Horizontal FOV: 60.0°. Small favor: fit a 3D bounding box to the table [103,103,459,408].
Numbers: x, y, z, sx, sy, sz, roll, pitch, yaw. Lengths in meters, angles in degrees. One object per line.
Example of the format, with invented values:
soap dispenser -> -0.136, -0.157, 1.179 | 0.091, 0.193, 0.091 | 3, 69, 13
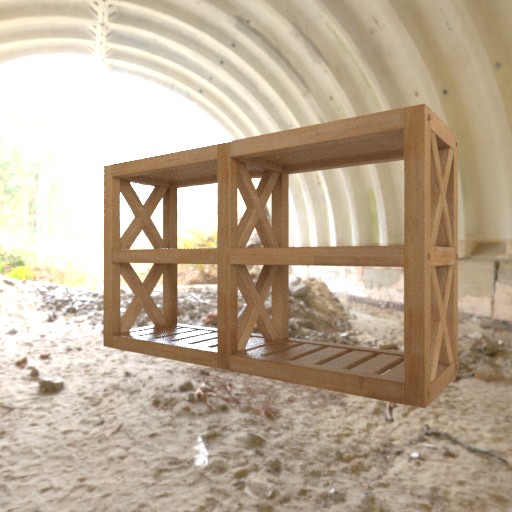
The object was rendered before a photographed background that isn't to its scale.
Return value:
table -> 0.000, 0.000, 1.637 | 1.320, 0.762, 0.381 | 0, 0, 36
